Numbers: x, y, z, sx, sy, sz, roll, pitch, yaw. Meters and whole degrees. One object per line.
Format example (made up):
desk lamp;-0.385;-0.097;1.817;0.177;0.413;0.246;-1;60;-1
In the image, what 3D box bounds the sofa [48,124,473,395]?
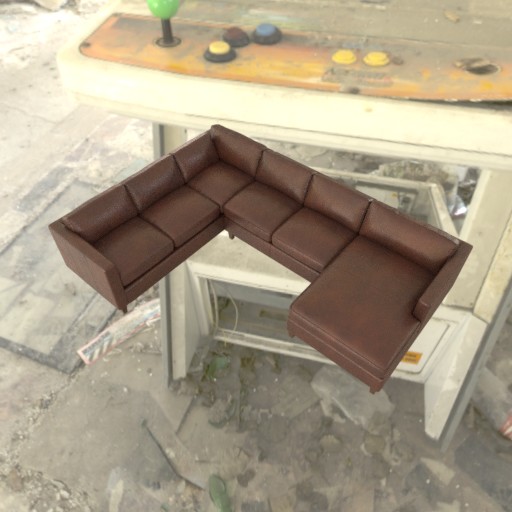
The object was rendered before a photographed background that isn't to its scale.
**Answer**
sofa;0.000;0.000;4.484;3.324;0.891;2.452;32;55;26
